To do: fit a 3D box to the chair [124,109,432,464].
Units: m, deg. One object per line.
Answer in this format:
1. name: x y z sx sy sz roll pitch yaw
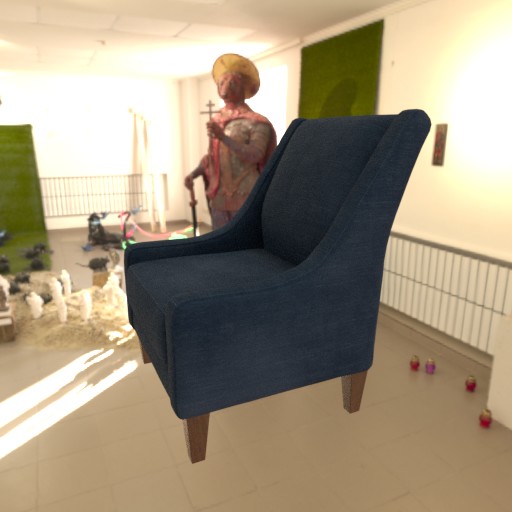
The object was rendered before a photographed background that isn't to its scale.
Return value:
1. chair: 0.000 0.000 1.635 0.870 1.014 0.774 -7 16 -25
